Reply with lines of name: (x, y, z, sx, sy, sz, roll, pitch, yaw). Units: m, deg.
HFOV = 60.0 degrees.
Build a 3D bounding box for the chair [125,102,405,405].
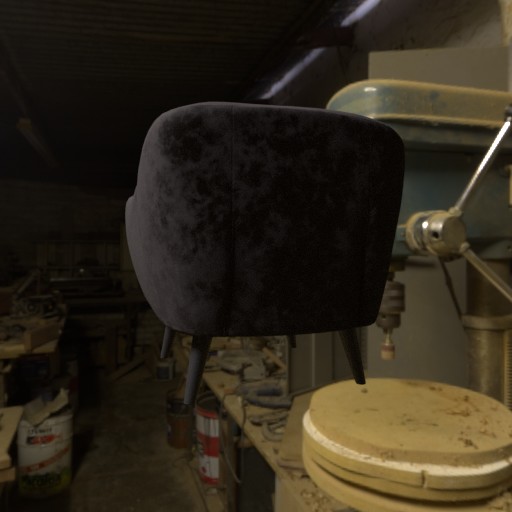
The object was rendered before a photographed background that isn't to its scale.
chair: (0.000, 0.000, 1.531, 0.840, 0.807, 0.819, 0, 1, -19)
